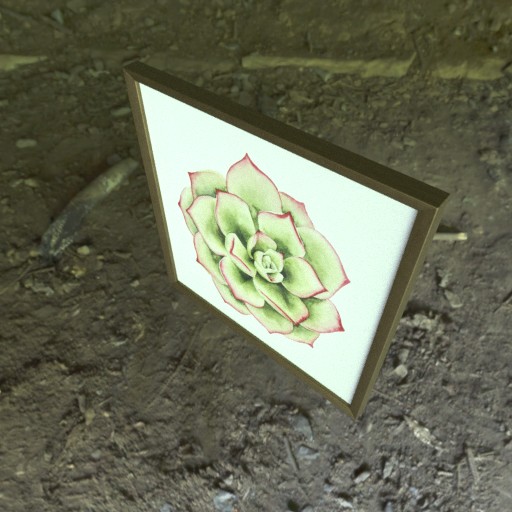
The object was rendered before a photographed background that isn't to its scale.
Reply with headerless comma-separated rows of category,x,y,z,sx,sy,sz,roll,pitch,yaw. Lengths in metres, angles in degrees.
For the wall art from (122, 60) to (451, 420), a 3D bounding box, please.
wall art,0.000,0.000,0.744,0.503,0.506,0.031,32,54,26
